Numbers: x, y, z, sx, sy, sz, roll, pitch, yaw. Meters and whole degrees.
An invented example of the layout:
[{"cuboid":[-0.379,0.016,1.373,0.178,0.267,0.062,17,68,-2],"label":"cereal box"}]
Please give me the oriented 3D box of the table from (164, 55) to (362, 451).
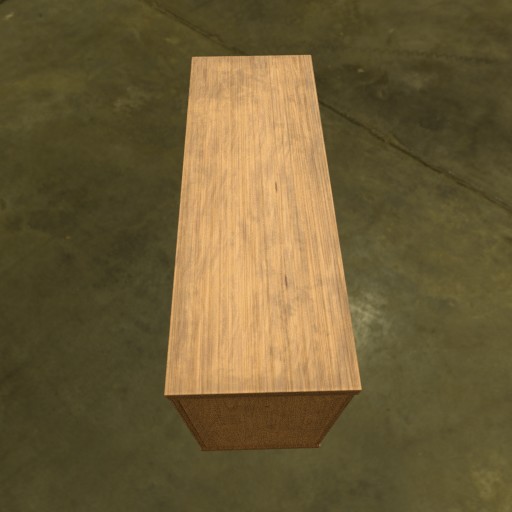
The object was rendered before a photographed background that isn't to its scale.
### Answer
[{"cuboid":[0.000,0.000,1.550,0.410,0.771,1.151,-1,58,-1],"label":"table"}]
